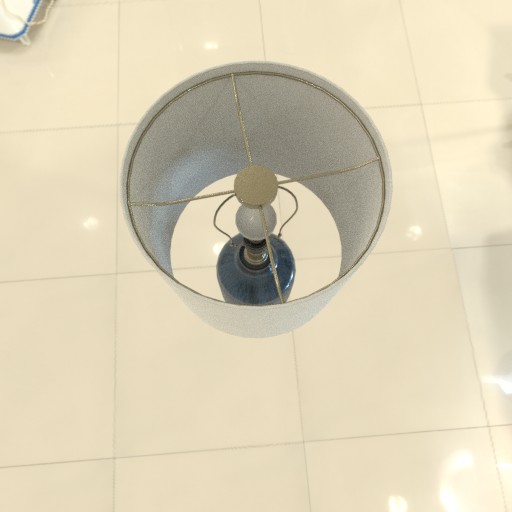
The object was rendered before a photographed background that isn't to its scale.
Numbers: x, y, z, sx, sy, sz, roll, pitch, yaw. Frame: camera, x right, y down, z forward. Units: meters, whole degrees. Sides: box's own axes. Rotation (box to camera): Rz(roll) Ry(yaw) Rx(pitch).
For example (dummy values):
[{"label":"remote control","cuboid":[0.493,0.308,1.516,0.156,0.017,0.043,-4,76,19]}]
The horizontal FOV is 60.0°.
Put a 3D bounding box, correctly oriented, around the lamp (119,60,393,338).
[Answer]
[{"label":"lamp","cuboid":[0.000,0.000,0.586,0.220,0.475,0.220,2,74,1]}]
